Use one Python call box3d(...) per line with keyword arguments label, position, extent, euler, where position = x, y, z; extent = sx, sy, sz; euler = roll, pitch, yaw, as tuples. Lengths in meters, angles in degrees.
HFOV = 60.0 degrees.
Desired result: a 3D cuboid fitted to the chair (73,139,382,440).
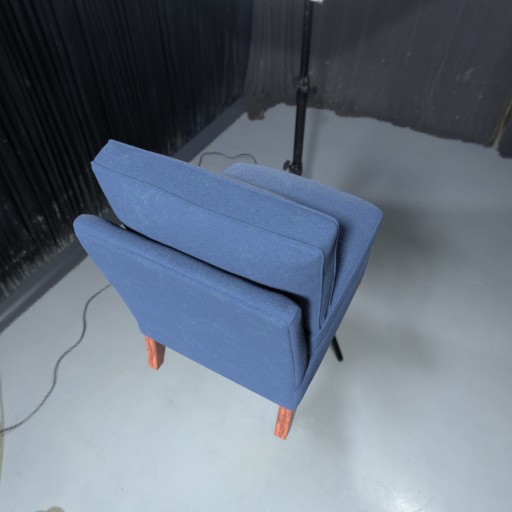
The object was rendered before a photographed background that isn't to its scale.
box3d(label="chair", position=(0.000, 0.000, 1.660), extent=(0.724, 1.052, 0.912), euler=(22, 51, 19))
